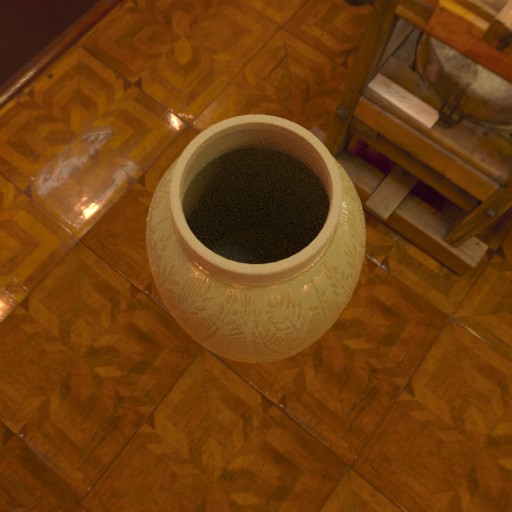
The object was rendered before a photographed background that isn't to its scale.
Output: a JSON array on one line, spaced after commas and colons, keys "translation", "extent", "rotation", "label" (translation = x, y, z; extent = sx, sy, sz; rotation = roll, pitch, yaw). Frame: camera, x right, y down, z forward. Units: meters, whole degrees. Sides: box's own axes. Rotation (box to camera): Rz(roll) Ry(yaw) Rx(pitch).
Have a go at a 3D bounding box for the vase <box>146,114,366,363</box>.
[{"translation": [0.000, 0.000, 0.374], "extent": [0.172, 0.270, 0.172], "rotation": [0, 74, 0], "label": "vase"}]
